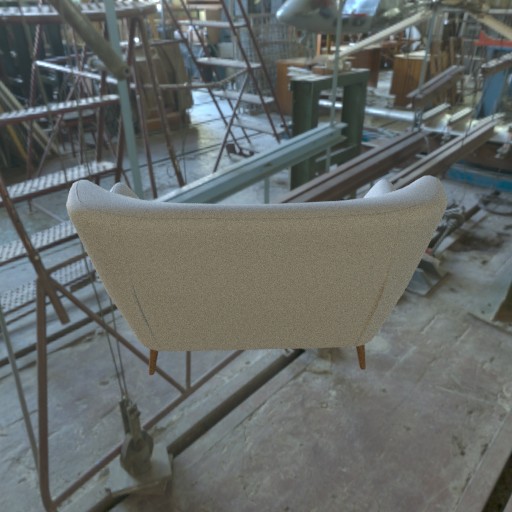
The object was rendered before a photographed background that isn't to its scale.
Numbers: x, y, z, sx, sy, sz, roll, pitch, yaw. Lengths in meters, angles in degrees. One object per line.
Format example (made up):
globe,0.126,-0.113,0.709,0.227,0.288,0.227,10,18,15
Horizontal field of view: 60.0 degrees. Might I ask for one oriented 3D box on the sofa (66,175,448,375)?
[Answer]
sofa,0.000,0.000,1.978,1.424,0.878,0.921,-1,30,-2
